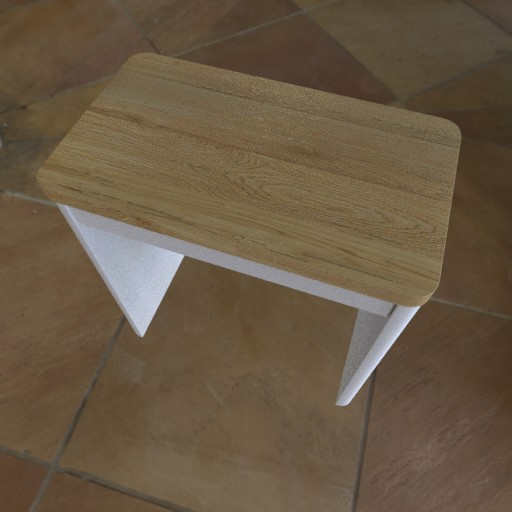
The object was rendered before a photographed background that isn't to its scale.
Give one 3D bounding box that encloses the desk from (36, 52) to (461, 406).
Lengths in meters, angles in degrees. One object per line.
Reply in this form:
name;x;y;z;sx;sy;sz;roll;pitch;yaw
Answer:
desk;0.000;0.000;1.214;0.760;0.790;0.440;17;60;10
